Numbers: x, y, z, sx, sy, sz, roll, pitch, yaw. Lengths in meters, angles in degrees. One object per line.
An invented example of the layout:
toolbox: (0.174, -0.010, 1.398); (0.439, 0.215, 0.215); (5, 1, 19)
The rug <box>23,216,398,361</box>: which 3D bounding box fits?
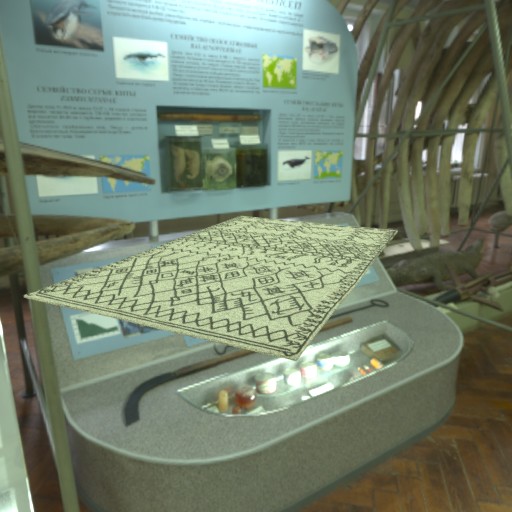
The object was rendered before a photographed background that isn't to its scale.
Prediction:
rug: (0.000, 0.000, 4.784); (2.393, 0.019, 3.824); (8, 18, 25)
